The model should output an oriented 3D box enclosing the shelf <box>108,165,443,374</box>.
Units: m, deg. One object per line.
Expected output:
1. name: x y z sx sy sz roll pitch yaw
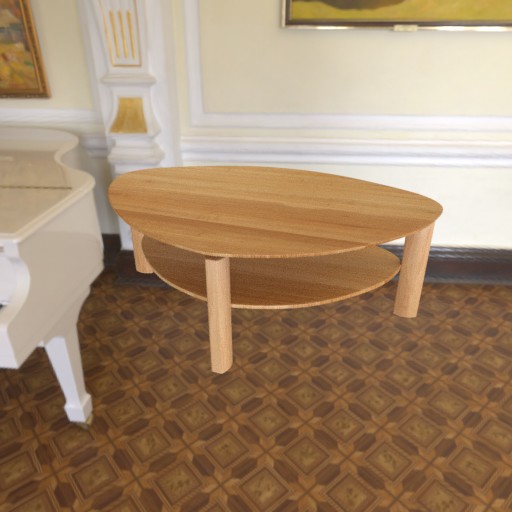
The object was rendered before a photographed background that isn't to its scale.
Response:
1. shelf: 0.000 0.000 1.659 1.246 0.440 0.845 8 28 16
